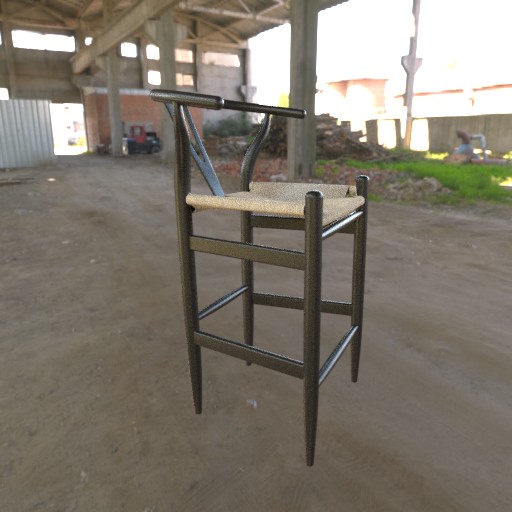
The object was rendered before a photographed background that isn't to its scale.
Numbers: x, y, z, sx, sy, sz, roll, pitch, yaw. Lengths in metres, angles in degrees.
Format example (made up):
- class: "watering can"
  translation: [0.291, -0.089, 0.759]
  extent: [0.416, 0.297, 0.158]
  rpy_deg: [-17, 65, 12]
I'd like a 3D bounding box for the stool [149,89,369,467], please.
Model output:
- class: "stool"
  translation: [0.000, 0.000, 1.365]
  extent: [0.579, 0.970, 0.569]
  rpy_deg: [7, 17, 26]
